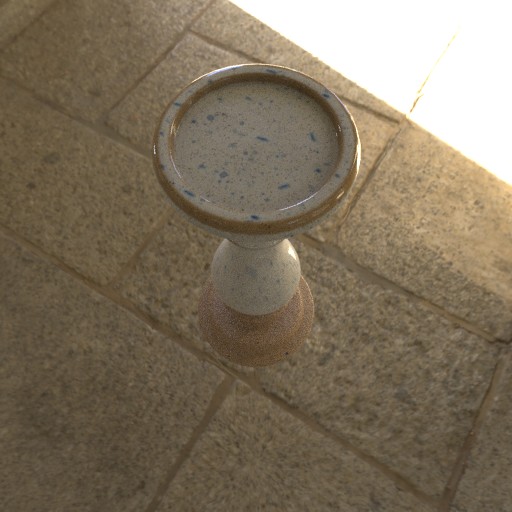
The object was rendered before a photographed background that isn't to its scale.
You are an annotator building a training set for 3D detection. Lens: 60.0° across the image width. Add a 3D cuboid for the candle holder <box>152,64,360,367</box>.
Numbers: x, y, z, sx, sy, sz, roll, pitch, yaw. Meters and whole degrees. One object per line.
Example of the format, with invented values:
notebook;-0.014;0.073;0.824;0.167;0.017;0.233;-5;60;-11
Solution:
candle holder;0.000;0.000;0.250;0.088;0.203;0.088;0;65;0
